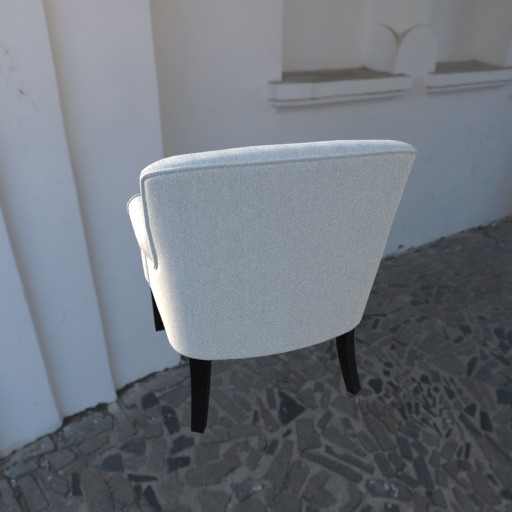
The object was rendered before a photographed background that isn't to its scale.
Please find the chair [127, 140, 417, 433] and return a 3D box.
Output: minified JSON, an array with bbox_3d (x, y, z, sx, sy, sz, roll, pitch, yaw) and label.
[{"bbox_3d":[0.000,0.000,1.486,0.781,0.875,0.750,-8,27,-16],"label":"chair"}]
